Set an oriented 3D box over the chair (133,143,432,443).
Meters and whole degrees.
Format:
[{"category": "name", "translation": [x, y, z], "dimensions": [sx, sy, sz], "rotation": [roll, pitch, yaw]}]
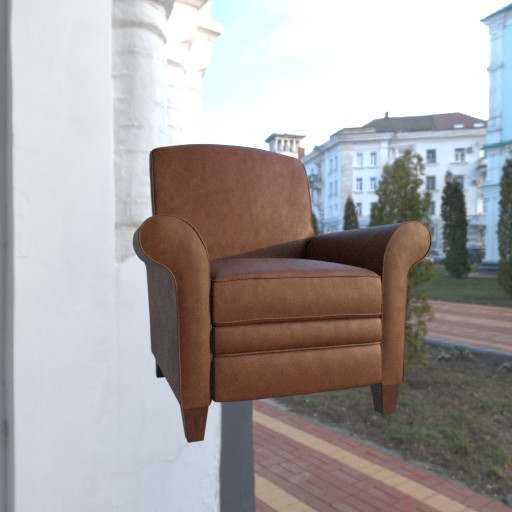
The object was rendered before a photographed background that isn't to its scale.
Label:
[{"category": "chair", "translation": [0.000, 0.000, 1.767], "dimensions": [0.978, 1.061, 0.902], "rotation": [0, 1, -19]}]
